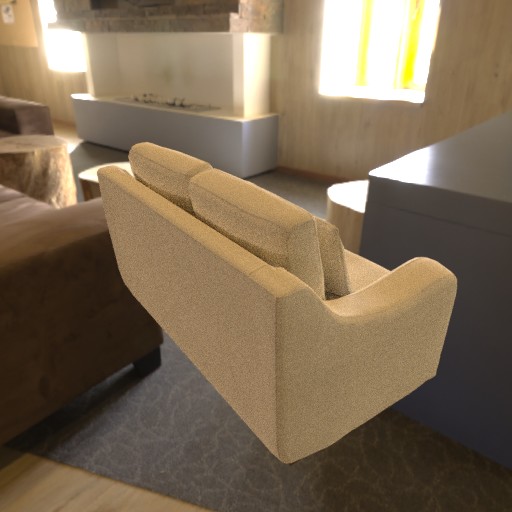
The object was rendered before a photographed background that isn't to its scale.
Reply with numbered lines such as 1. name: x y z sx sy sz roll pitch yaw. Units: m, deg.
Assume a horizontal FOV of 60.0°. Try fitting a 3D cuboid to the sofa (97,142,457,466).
1. sofa: 0.000 0.000 2.317 1.040 1.047 1.744 -18 32 -31
